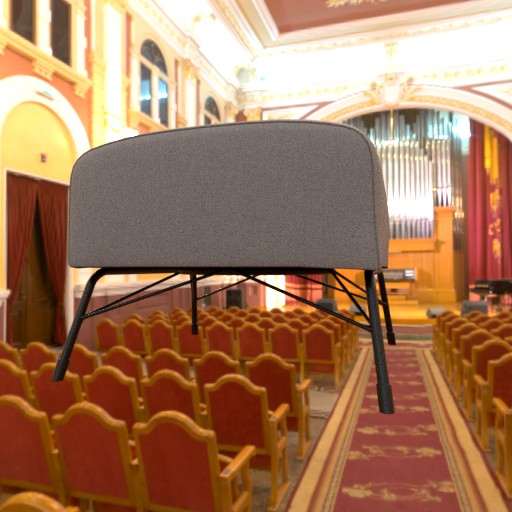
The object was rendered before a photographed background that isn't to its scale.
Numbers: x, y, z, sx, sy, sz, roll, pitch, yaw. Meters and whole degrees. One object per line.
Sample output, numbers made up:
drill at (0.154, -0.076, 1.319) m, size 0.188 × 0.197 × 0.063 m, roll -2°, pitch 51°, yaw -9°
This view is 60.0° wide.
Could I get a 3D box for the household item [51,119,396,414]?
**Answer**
household item at (0.000, 0.000, 0.887) m, size 0.530 × 0.410 × 0.530 m, roll 0°, pitch -1°, yaw 18°
